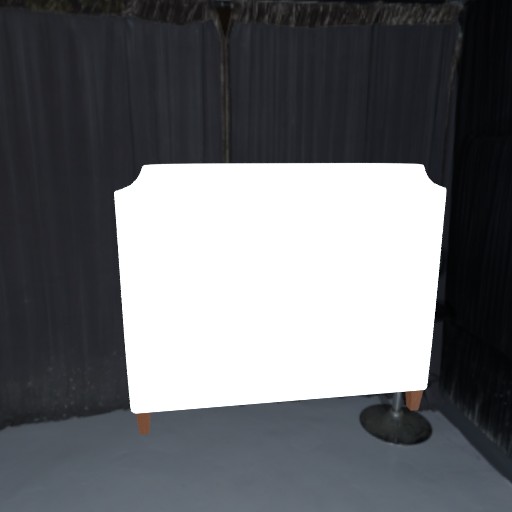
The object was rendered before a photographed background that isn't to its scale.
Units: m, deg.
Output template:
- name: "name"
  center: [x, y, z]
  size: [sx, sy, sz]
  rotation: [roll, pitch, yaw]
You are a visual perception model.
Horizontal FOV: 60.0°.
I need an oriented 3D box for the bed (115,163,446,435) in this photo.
- name: "bed"
  center: [0.000, 0.000, 3.459]
  size: [1.712, 1.443, 2.365]
  rotation: [-2, 13, -8]
